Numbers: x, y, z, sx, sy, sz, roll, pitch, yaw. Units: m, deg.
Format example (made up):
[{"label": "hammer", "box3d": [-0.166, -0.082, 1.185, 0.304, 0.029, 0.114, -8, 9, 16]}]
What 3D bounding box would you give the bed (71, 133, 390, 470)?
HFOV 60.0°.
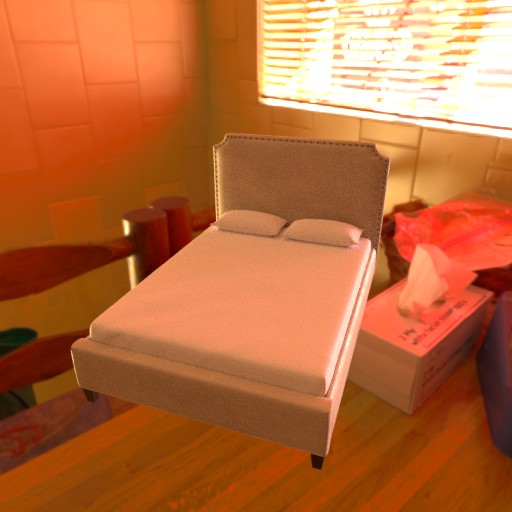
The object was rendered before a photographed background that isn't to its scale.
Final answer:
[{"label": "bed", "box3d": [0.000, 0.000, 3.464, 1.712, 1.443, 2.372, 9, 27, 18]}]
